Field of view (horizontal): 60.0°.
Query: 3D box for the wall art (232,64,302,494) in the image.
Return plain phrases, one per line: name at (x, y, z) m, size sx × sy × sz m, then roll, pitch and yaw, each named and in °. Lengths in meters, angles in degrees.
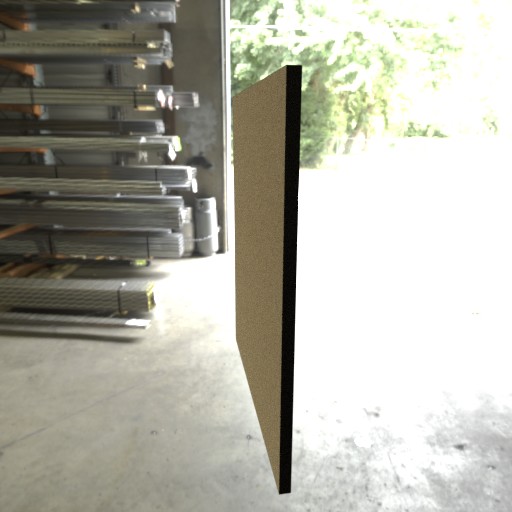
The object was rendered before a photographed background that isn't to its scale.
wall art at (0.000, 0.000, 1.203) m, size 0.028 × 0.863 × 0.755 m, roll -3°, pitch 16°, yaw -9°
